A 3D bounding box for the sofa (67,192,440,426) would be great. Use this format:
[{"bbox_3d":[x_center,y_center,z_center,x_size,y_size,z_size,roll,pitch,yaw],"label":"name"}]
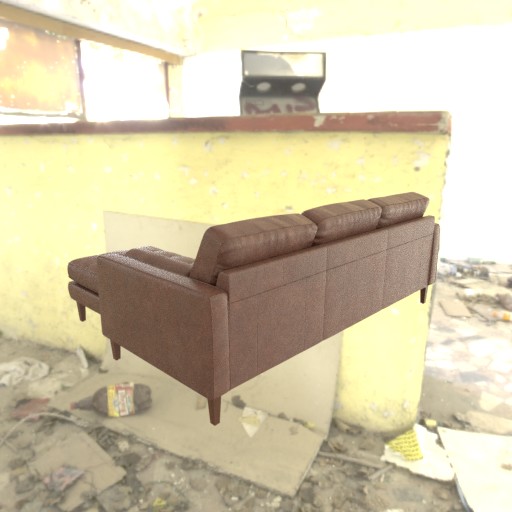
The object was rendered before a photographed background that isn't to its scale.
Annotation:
[{"bbox_3d":[0.000,0.000,3.007,1.613,0.841,2.185,14,20,42],"label":"sofa"}]
